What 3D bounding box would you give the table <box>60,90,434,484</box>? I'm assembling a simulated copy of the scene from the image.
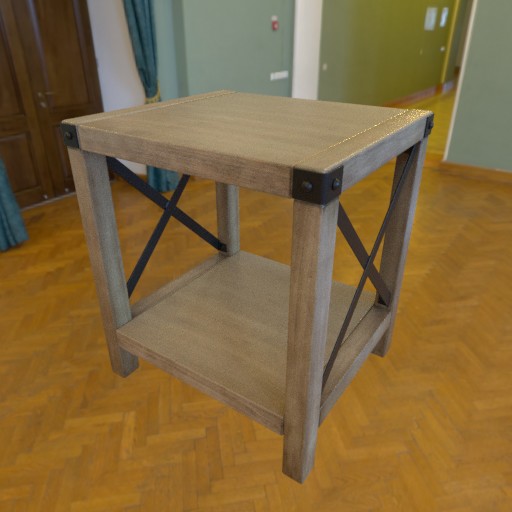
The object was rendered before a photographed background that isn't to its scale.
[{"bbox_3d":[0.000,0.000,0.911,0.510,0.561,0.459,18,33,30],"label":"table"}]
